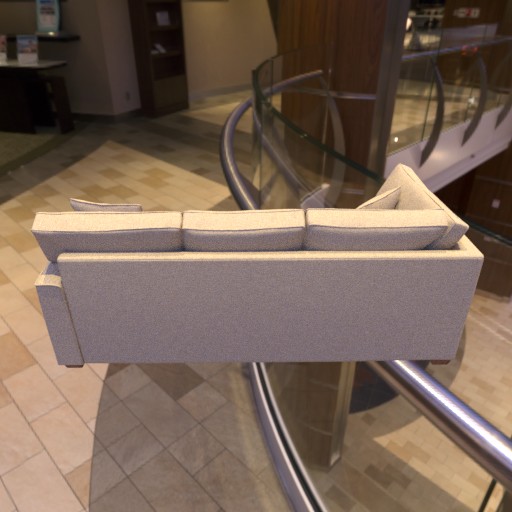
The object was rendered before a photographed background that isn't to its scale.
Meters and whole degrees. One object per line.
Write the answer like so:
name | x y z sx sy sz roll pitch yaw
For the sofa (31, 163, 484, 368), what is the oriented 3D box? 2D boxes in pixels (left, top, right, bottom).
sofa | 0.000 0.000 2.806 2.317 0.962 1.061 0 30 -1
